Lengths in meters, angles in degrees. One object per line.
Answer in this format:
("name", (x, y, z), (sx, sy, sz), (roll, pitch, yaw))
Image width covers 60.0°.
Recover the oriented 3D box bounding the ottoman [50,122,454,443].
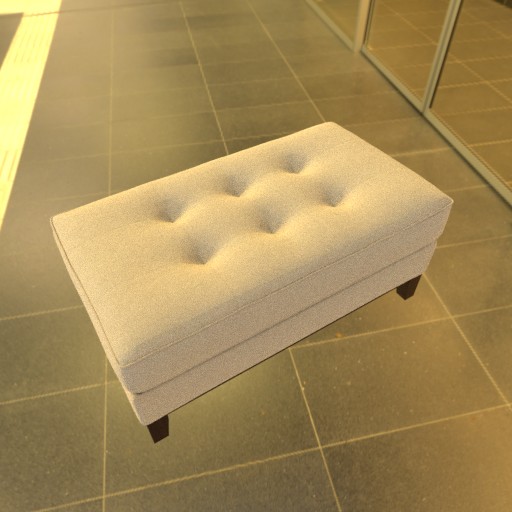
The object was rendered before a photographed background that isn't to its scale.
("ottoman", (0.000, 0.000, 1.534), (1.143, 0.508, 0.648), (-24, 50, -22))
